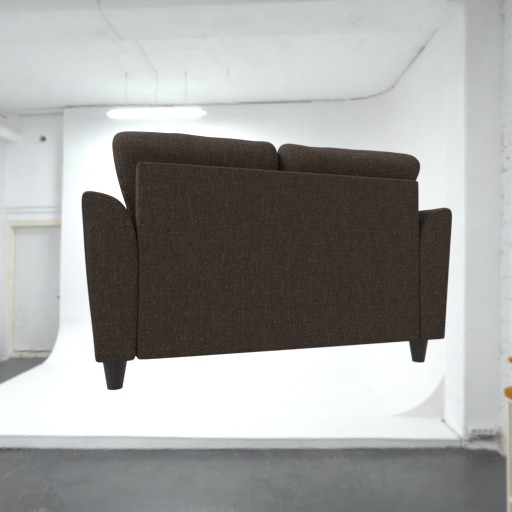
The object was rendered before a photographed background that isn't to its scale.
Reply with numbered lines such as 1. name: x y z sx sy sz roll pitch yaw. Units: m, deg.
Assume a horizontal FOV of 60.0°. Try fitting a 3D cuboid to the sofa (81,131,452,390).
1. sofa: 0.000 0.000 1.984 1.423 0.885 0.851 0 -1 -19
